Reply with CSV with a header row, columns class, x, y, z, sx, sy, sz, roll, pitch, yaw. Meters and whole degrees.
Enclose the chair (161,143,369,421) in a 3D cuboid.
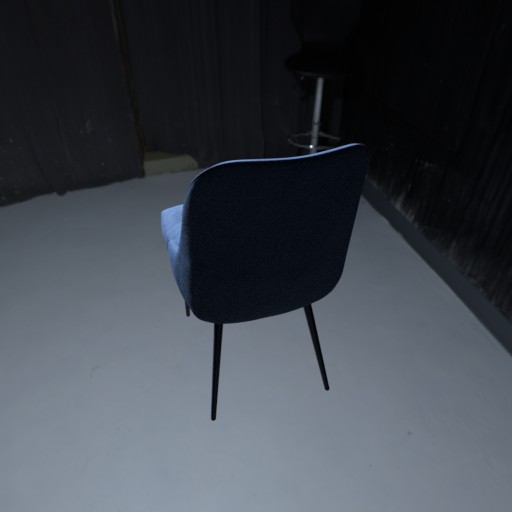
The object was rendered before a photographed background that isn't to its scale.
class,x,y,z,sx,sy,sz,roll,pitch,yaw
chair,0.000,0.000,1.243,0.478,0.896,0.559,-11,42,-12
